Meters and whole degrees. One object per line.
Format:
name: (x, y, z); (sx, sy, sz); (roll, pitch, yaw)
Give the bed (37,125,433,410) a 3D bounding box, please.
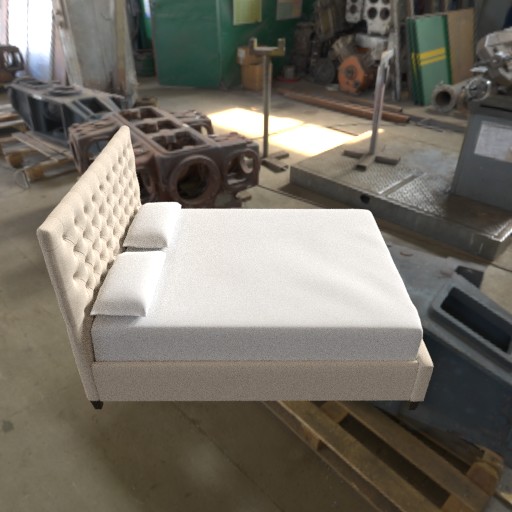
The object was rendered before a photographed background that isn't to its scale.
bed: (0.000, 0.000, 3.288); (2.233, 1.426, 1.696); (0, 34, 0)
